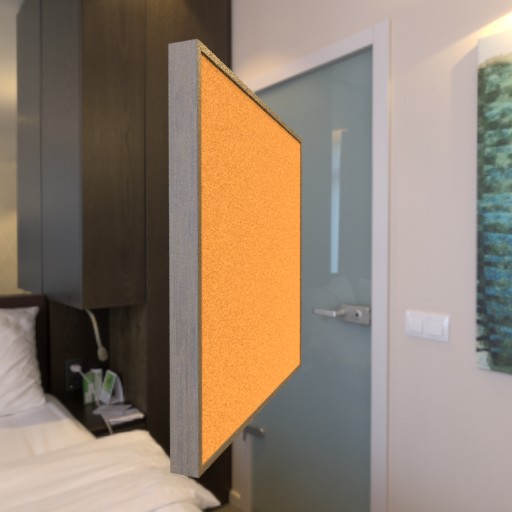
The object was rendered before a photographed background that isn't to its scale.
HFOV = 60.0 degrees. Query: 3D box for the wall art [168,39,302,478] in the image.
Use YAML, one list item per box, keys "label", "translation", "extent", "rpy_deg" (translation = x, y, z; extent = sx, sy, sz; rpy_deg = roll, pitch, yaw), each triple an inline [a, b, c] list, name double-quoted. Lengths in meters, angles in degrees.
- label: "wall art"
  translation: [0.000, 0.000, 0.756]
  extent: [0.037, 0.507, 0.507]
  rpy_deg: [0, 1, 19]
